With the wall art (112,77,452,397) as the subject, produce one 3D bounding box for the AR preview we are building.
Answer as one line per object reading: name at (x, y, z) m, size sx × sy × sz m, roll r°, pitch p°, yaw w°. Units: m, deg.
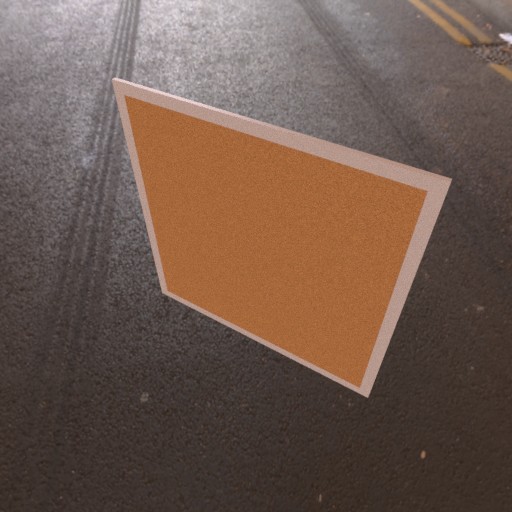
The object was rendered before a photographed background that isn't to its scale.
wall art at (0.000, 0.000, 1.226) m, size 0.812 × 0.813 × 0.013 m, roll 23°, pitch 50°, yaw 21°
